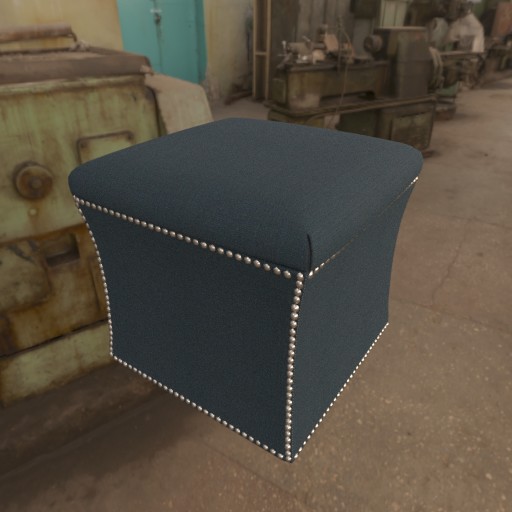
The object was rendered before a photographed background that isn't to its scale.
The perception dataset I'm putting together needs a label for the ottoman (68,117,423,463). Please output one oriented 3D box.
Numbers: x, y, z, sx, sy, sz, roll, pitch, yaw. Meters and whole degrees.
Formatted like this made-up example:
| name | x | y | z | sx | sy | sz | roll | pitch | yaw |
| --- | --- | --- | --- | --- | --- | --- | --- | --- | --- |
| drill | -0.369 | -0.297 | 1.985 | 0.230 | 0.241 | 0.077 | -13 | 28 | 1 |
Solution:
| name | x | y | z | sx | sy | sz | roll | pitch | yaw |
| --- | --- | --- | --- | --- | --- | --- | --- | --- | --- |
| ottoman | 0.000 | 0.000 | 0.925 | 0.507 | 0.475 | 0.497 | 19 | 35 | 30 |
